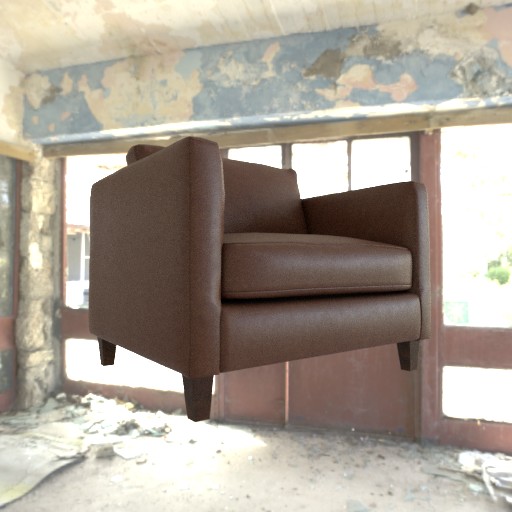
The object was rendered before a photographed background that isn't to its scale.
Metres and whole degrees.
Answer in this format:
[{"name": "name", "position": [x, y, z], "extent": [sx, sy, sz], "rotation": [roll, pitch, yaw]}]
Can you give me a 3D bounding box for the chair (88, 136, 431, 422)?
[{"name": "chair", "position": [0.000, 0.000, 1.813], "extent": [1.107, 0.917, 0.959], "rotation": [1, -1, -36]}]
